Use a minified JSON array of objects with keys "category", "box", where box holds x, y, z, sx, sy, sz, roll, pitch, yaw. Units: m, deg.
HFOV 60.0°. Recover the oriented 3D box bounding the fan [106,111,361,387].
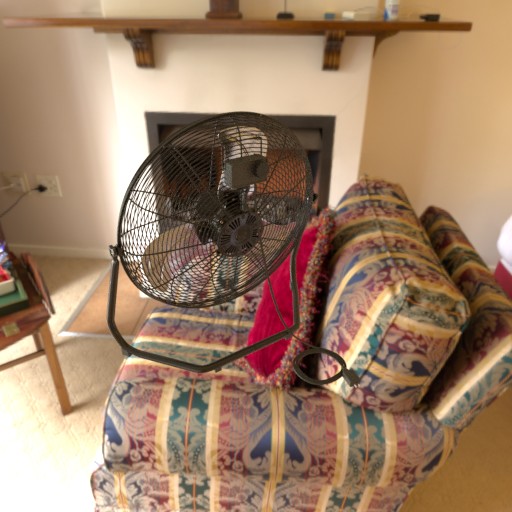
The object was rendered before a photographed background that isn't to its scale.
[{"category":"fan","box":[0.000,0.000,0.918,0.555,0.546,0.424,-19,35,-29]}]
